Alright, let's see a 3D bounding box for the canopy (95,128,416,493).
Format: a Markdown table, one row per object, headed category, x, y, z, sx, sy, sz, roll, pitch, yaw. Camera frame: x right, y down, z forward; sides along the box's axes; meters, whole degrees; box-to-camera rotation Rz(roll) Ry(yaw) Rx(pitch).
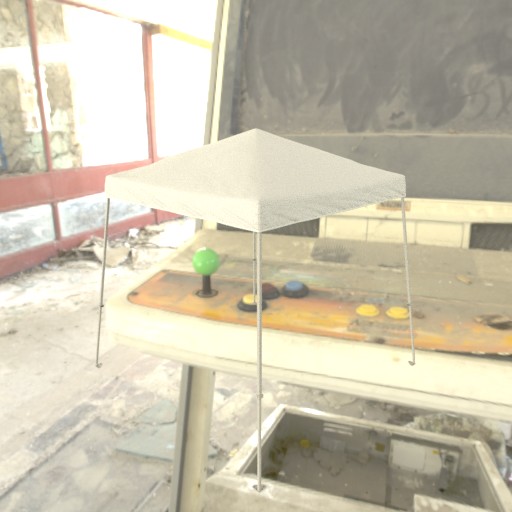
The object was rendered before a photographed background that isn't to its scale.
| category | x | y | z | sx | sy | sz | roll | pitch | yaw |
| --- | --- | --- | --- | --- | --- | --- | --- | --- | --- |
| canopy | 0.000 | 0.000 | 6.508 | 3.600 | 3.600 | 3.599 | 16 | 23 | 42 |
